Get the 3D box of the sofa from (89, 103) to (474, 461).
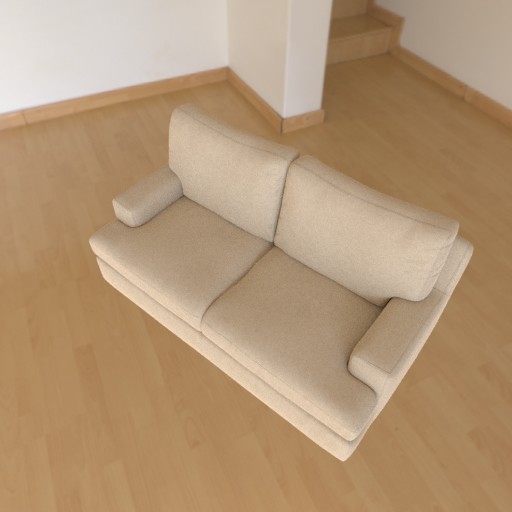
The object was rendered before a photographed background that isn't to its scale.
[{"bbox_3d":[0.000,0.000,2.423,1.885,0.967,0.962,31,54,25],"label":"sofa"}]
